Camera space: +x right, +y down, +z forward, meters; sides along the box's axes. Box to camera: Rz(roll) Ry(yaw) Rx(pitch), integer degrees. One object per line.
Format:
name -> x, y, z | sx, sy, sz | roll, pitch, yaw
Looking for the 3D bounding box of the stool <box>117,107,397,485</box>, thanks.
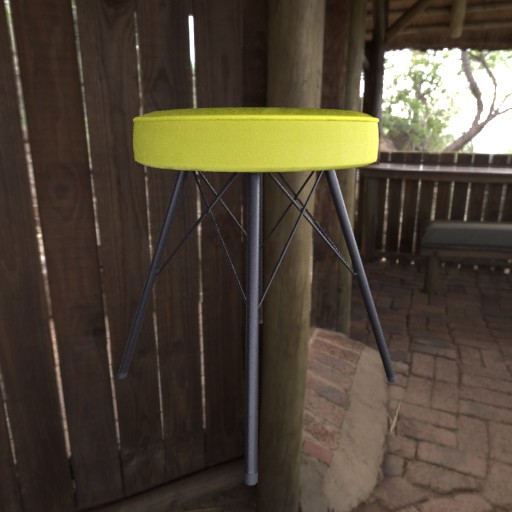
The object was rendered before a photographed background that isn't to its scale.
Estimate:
stool -> 0.000, 0.000, 0.818 | 0.409, 0.508, 0.409 | -14, 21, -41
